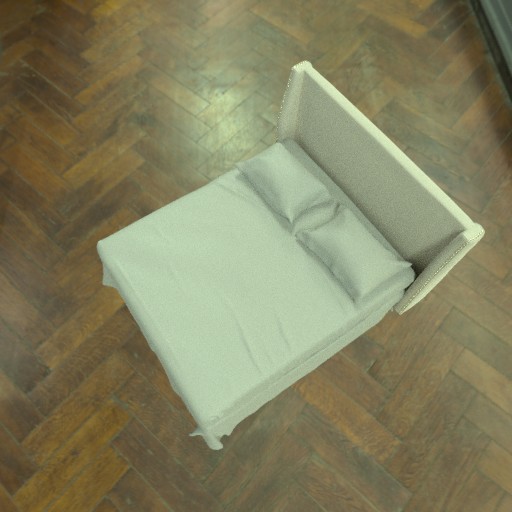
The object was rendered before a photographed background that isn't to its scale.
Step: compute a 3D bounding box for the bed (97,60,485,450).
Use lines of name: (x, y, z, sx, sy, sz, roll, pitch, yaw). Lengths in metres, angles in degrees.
bed: (0.000, 0.000, 3.456, 2.276, 1.332, 1.925, -31, 68, -14)
